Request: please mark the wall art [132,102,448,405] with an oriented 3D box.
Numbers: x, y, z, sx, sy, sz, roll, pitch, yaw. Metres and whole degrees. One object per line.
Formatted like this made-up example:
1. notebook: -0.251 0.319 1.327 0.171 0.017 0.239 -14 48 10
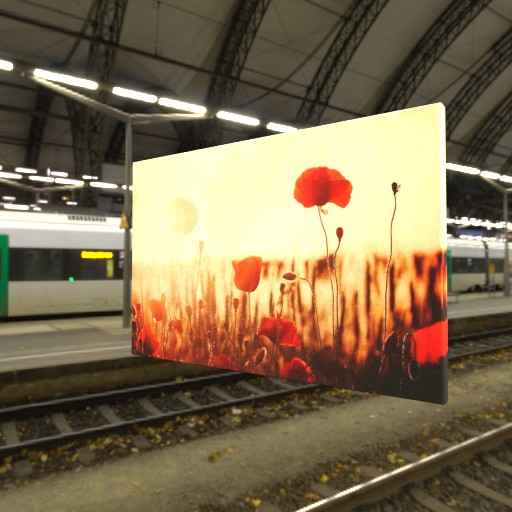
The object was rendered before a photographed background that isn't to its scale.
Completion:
1. wall art: 0.000 0.000 1.149 0.918 0.602 0.038 -1 -2 34
